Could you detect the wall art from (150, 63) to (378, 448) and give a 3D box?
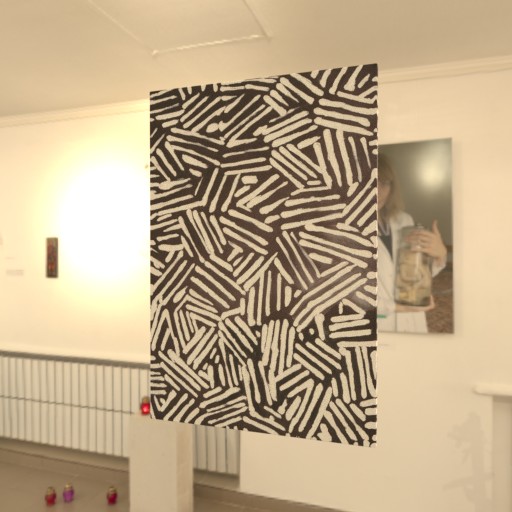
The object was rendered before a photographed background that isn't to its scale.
[{"bbox_3d":[0.000,0.000,1.164,0.615,0.918,0.035,0,1,18],"label":"wall art"}]
